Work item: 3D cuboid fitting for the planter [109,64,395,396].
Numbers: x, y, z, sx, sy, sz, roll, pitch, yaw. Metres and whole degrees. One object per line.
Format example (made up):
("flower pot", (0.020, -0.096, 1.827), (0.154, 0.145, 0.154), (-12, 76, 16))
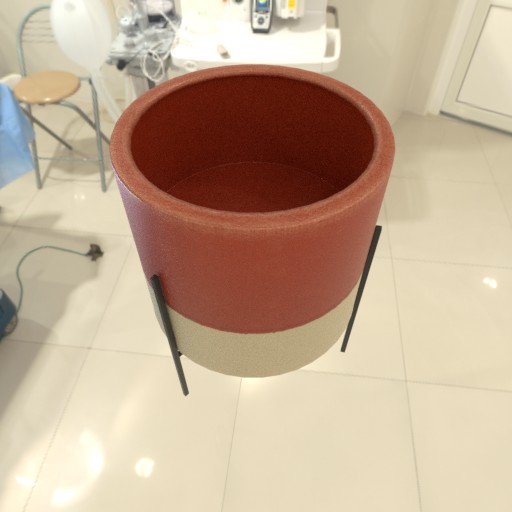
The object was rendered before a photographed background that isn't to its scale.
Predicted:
("planter", (0.000, 0.000, 0.711), (0.354, 0.465, 0.345), (10, 49, 9))
